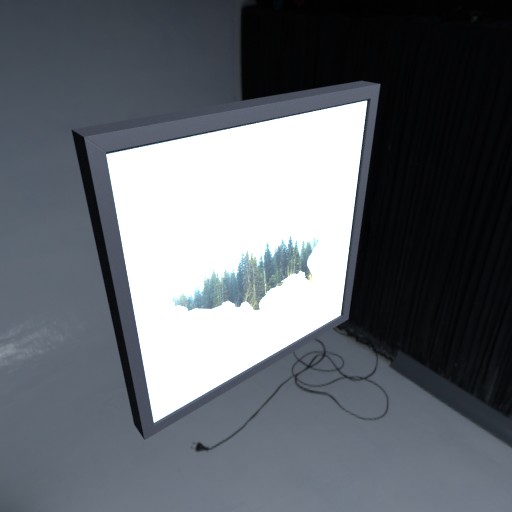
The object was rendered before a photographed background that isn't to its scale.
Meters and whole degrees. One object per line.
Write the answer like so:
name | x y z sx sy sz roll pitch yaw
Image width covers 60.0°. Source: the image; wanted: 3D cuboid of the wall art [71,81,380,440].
wall art | 0.000 0.000 0.760 0.509 0.509 0.040 -22 37 -32
